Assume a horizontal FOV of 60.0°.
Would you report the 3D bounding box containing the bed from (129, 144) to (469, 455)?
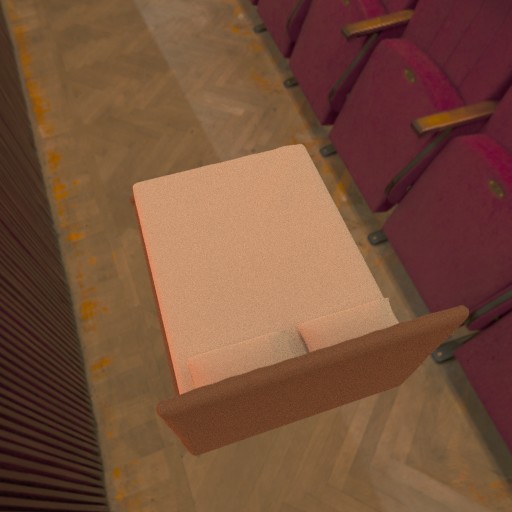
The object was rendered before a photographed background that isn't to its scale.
[{"bbox_3d":[0.000,0.000,3.341,1.696,1.426,2.233,-15,60,-9],"label":"bed"}]
